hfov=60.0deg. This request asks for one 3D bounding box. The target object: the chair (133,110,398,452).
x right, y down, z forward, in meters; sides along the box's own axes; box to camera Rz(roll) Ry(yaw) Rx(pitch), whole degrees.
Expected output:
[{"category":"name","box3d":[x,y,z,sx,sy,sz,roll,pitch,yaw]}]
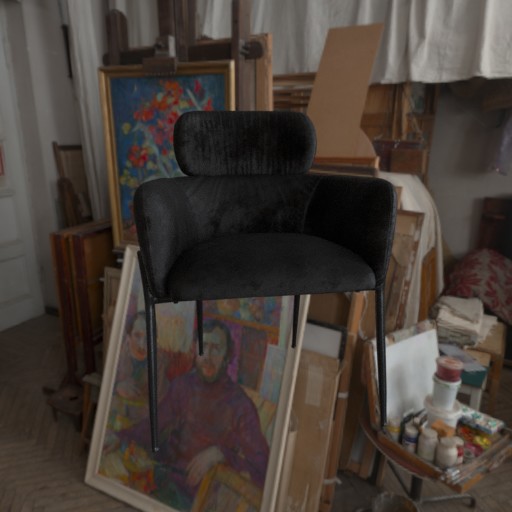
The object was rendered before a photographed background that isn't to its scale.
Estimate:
[{"category":"chair","box3d":[0.000,0.000,1.290,0.640,0.818,0.604,-3,17,-9]}]
